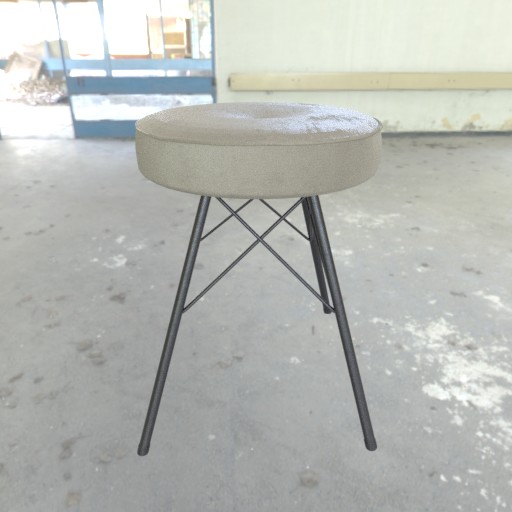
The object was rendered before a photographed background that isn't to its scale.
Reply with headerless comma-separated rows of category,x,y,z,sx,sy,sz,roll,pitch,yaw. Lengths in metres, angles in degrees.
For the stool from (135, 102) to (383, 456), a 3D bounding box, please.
stool,0.000,0.000,0.856,0.423,0.538,0.457,-1,25,-1
